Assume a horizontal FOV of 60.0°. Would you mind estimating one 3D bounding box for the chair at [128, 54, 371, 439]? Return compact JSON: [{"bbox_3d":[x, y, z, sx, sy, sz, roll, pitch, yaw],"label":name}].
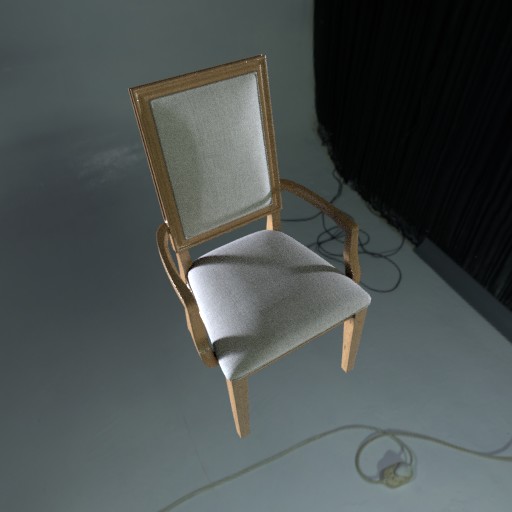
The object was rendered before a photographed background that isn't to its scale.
[{"bbox_3d":[0.000,0.000,1.420,0.606,0.990,0.602,-25,51,-22],"label":"chair"}]
